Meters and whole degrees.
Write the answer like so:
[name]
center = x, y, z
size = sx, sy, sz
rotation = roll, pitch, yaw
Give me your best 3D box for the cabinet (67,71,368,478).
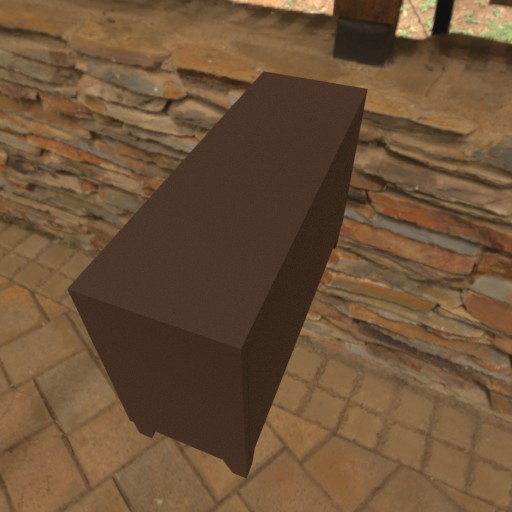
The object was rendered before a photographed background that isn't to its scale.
[cabinet]
center = 0.000, 0.000, 1.848
size = 0.482, 0.914, 1.396
rotation = 16, 48, 15
